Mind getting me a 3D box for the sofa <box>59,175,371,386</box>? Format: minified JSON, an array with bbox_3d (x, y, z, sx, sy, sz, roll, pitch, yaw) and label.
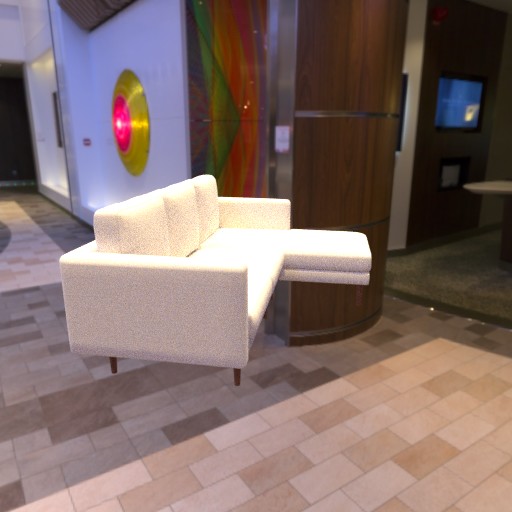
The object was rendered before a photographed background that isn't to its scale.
[{"bbox_3d":[0.000,0.000,2.989,1.580,0.899,2.029,3,16,10],"label":"sofa"}]
